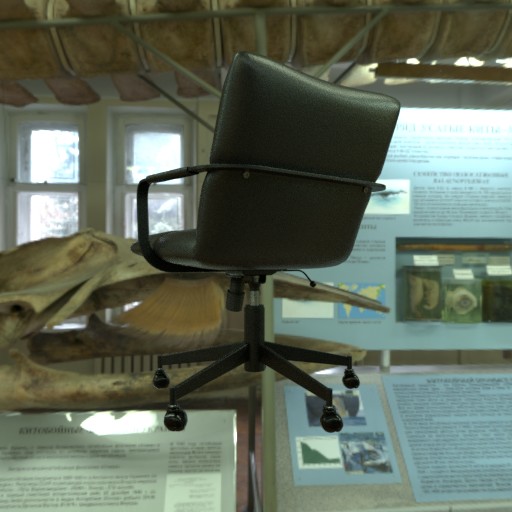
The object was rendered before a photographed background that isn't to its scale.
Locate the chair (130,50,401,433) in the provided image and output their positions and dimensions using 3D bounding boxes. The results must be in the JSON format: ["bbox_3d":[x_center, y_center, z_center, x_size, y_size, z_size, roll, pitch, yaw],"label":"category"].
[{"bbox_3d":[0.000,0.000,1.429,0.719,0.922,0.748,0,0,-35],"label":"chair"}]
